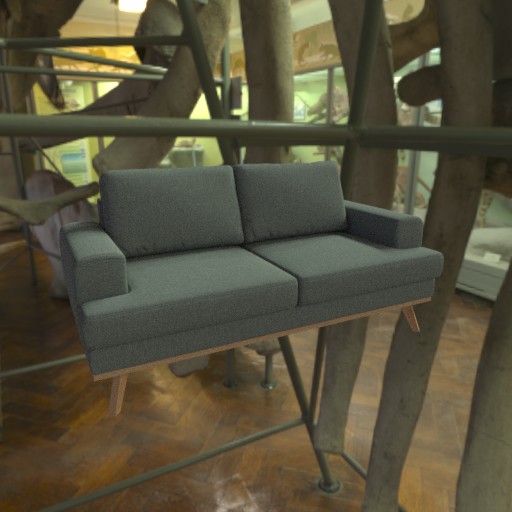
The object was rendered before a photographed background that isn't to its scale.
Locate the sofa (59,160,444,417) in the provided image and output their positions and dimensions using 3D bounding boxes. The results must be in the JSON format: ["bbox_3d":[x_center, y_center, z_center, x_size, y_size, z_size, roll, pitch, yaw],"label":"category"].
[{"bbox_3d":[0.000,0.000,2.082,1.650,0.810,0.785,-8,18,-26],"label":"sofa"}]
